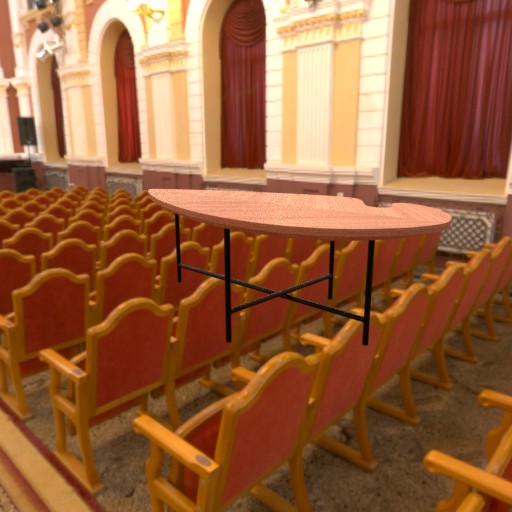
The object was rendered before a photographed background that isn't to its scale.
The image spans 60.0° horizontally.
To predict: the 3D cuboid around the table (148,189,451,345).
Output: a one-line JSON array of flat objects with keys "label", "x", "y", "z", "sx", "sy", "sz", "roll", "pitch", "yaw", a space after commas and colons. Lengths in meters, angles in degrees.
[{"label": "table", "x": 0.000, "y": 0.000, "z": 1.457, "sx": 1.199, "sy": 0.360, "sz": 0.598, "roll": 13, "pitch": 19, "yaw": 42}]
